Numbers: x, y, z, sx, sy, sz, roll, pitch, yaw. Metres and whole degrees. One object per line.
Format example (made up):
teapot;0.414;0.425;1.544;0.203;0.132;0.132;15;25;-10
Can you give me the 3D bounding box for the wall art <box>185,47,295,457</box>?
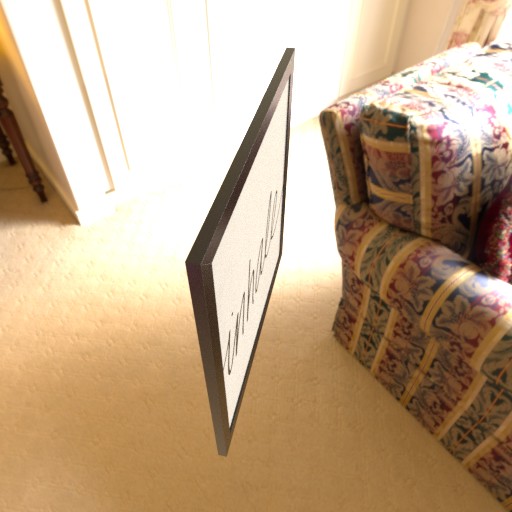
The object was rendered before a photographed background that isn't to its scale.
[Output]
wall art;0.000;0.000;0.673;0.014;0.445;0.446;10;48;9
